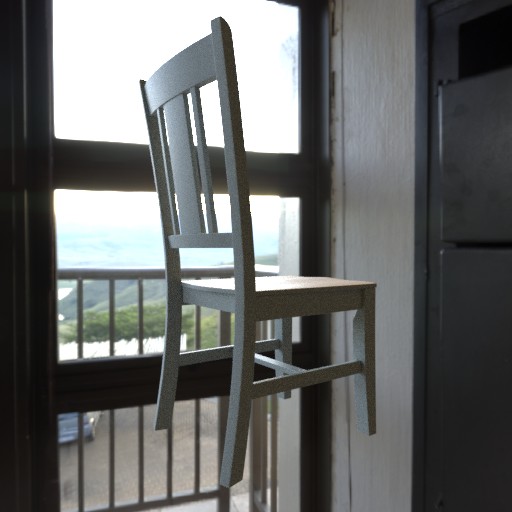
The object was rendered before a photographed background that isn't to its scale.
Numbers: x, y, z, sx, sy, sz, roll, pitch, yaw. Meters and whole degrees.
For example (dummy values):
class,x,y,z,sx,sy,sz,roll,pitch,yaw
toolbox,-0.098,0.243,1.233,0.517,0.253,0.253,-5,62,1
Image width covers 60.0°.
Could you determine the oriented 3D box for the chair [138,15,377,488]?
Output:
class,x,y,z,sx,sy,sz,roll,pitch,yaw
chair,0.000,0.000,1.245,0.555,0.998,0.450,-1,1,-36
